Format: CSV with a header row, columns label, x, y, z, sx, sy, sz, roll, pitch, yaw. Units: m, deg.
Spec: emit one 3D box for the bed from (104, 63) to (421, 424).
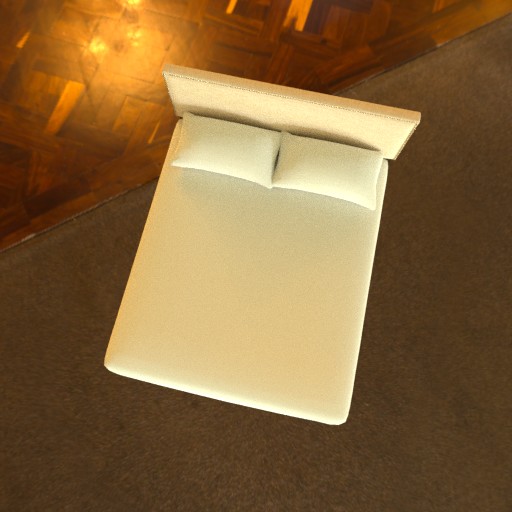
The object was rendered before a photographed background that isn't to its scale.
label,x,y,z,sx,sy,sz,roll,pitch,yaw
bed,0.000,0.000,2.910,1.616,1.016,1.876,12,75,3
